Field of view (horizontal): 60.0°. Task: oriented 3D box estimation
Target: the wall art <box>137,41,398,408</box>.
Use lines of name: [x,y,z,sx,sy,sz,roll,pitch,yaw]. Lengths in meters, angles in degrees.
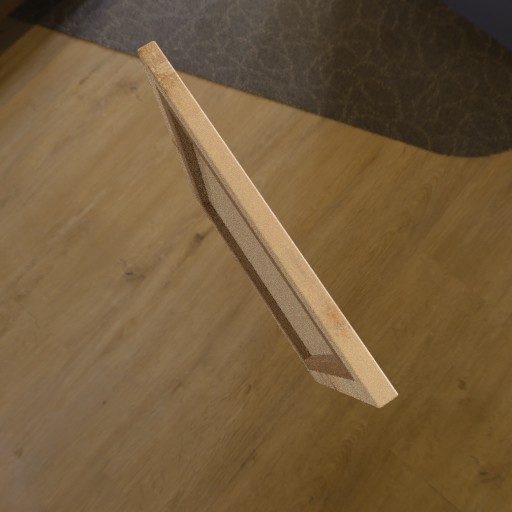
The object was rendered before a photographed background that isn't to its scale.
wall art: [0.000,0.000,1.120,0.038,0.755,0.753,-32,79,-7]
